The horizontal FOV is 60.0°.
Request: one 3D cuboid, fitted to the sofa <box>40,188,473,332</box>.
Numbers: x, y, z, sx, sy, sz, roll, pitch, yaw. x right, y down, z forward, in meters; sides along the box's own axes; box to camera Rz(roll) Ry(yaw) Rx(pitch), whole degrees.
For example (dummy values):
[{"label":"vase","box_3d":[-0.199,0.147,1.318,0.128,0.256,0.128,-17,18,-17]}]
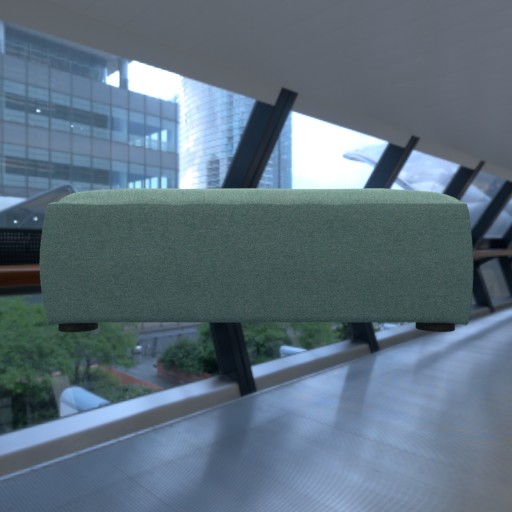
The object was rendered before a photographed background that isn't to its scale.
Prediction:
[{"label":"sofa","box_3d":[0.000,0.000,1.415,0.930,0.330,0.930,0,0,0]}]
